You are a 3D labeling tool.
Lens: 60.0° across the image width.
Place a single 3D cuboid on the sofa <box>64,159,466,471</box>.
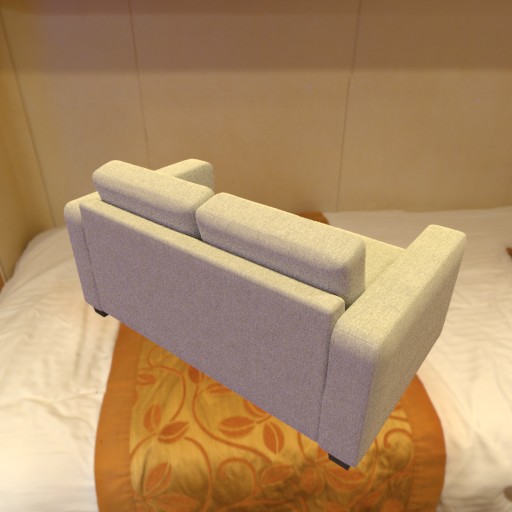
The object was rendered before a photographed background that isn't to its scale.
[{"bbox_3d":[0.000,0.000,1.980,1.540,0.800,0.900,22,37,32],"label":"sofa"}]
